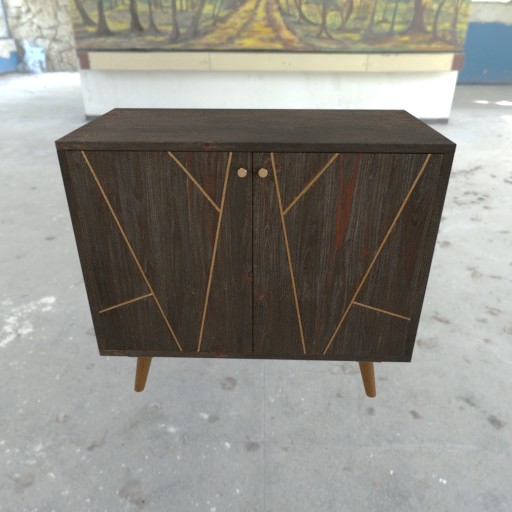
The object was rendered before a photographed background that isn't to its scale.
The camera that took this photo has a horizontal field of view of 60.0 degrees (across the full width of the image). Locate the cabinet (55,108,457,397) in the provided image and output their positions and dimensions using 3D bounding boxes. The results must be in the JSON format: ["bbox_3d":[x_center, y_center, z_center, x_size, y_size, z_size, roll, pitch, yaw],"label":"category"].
[{"bbox_3d":[0.000,0.000,1.540,1.023,0.897,0.529,1,28,2],"label":"cabinet"}]
